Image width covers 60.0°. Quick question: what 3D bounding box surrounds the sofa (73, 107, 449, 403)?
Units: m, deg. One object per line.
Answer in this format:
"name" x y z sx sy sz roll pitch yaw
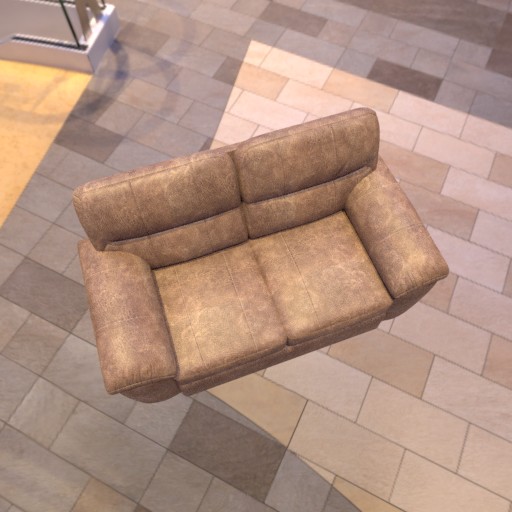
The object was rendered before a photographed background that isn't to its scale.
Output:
"sofa" 0.000 0.000 2.384 1.753 0.991 0.991 -18 64 -9
